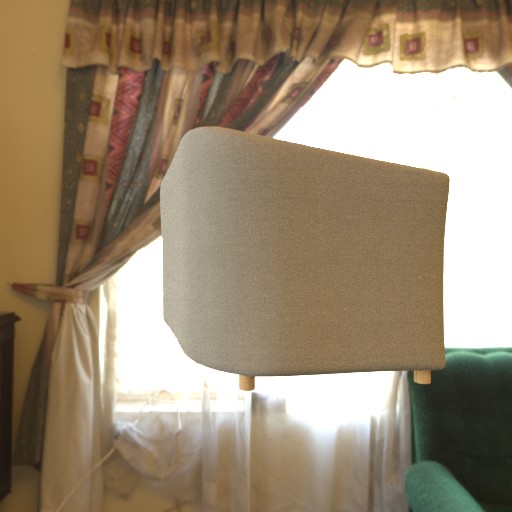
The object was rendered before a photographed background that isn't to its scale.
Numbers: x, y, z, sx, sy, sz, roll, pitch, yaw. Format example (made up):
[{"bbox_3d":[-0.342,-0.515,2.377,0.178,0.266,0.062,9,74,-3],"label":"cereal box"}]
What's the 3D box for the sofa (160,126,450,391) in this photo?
[{"bbox_3d":[0.000,0.000,1.804,0.705,0.721,1.452,0,-1,-16],"label":"sofa"}]
